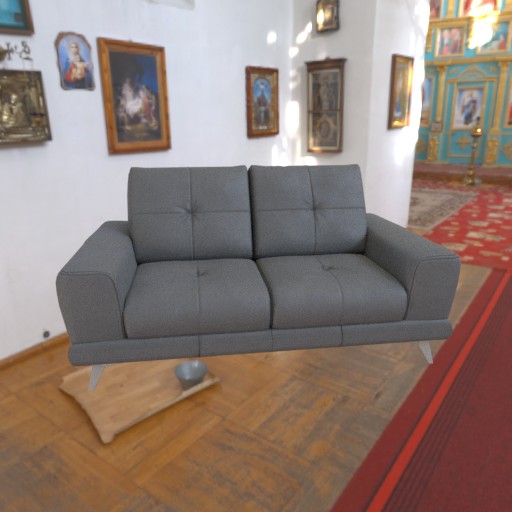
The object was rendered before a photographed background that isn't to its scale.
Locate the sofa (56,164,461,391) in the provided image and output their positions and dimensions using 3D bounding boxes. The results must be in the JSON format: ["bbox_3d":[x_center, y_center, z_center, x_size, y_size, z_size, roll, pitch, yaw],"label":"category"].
[{"bbox_3d":[0.000,0.000,2.378,1.806,0.907,1.018,-2,17,-8],"label":"sofa"}]
